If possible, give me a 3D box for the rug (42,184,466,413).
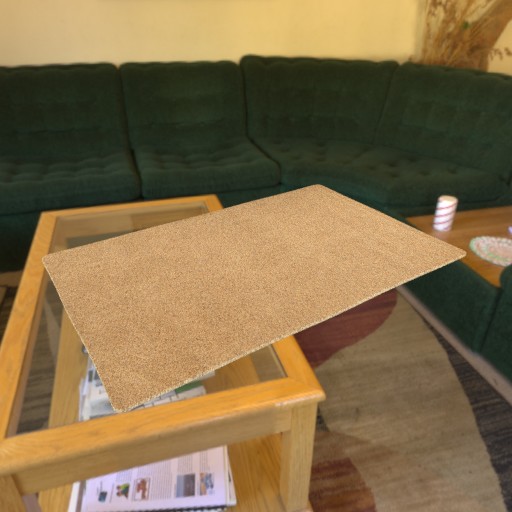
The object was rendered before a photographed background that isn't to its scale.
[{"bbox_3d":[0.000,0.000,2.888,2.349,0.025,1.500,-18,35,-29],"label":"rug"}]
